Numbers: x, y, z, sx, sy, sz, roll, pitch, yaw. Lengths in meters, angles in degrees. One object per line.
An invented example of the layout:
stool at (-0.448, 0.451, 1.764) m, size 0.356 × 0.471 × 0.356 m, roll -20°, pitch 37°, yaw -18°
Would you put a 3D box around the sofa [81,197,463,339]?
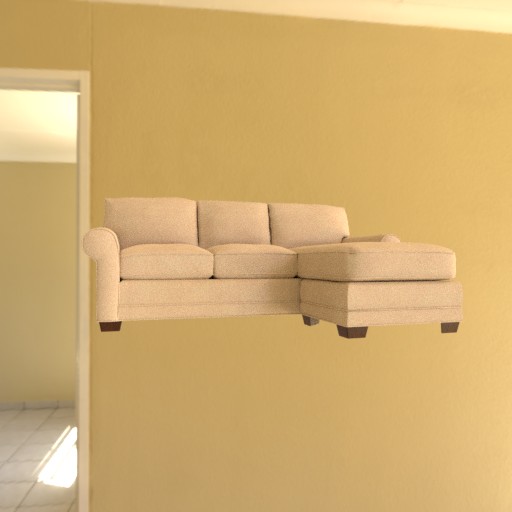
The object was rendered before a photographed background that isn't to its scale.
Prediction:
sofa at (0.000, 0.000, 2.412) m, size 1.770 × 0.734 × 1.226 m, roll 0°, pitch -1°, yaw -17°
